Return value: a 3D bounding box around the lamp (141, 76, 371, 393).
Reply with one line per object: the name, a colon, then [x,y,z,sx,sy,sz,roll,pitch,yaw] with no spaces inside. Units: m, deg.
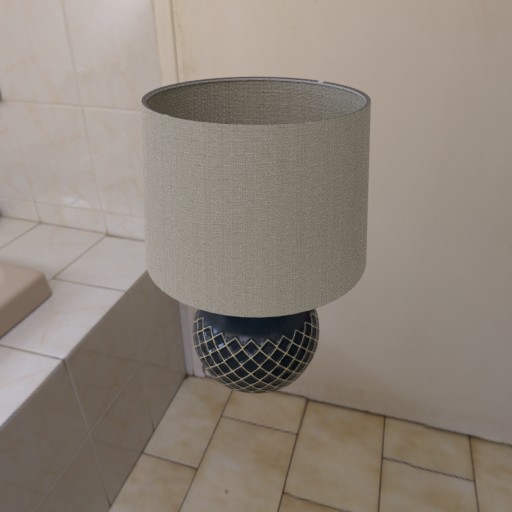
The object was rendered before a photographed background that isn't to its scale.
lamp: [0.000,0.000,0.778,0.376,0.540,0.376,0,31,0]
